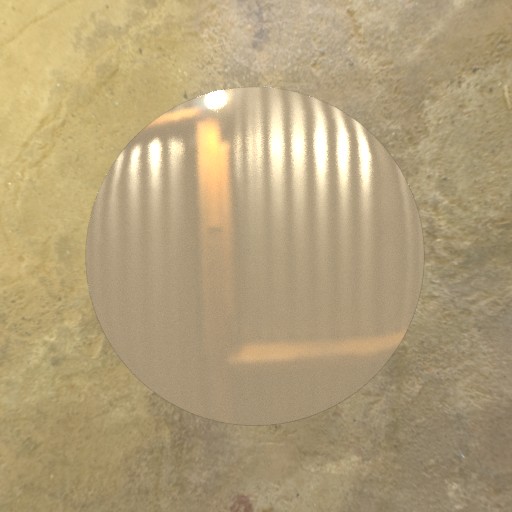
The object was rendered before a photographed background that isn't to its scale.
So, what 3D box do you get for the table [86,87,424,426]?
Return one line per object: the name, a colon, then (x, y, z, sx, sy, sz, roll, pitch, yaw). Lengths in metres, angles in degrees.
table: (0.000, 0.000, 0.872, 0.499, 0.443, 0.499, 0, 90, 1)
